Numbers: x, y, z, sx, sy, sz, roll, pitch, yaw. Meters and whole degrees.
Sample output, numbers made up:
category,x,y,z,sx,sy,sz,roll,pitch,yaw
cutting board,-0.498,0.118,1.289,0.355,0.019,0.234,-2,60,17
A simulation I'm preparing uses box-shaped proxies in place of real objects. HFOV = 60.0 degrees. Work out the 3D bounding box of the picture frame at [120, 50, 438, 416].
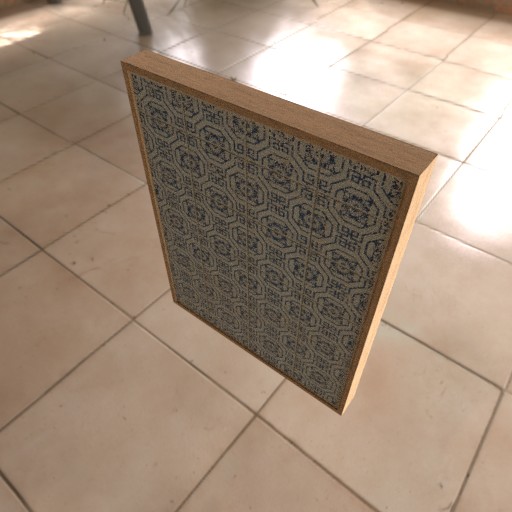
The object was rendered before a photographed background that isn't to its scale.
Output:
category,x,y,z,sx,sy,sz,roll,pitch,yaw
picture frame,0.000,0.000,0.706,0.421,0.526,0.046,29,53,25
